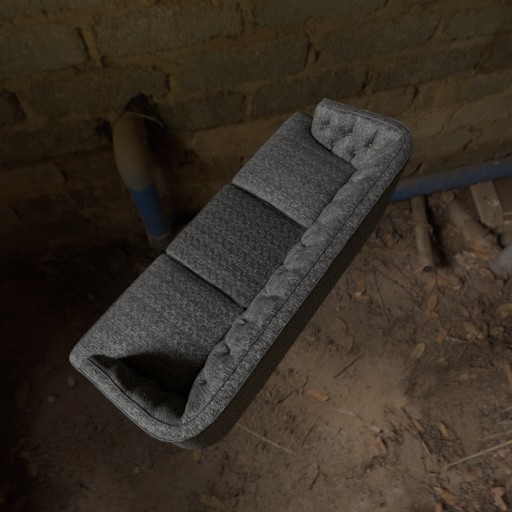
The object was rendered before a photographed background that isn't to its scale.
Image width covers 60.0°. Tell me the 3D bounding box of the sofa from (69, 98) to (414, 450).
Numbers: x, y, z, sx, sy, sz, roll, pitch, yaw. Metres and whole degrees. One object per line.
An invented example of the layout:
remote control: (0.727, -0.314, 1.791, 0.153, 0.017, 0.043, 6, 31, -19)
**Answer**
sofa: (0.000, 0.000, 2.730, 0.941, 0.855, 2.278, 33, 68, 16)
